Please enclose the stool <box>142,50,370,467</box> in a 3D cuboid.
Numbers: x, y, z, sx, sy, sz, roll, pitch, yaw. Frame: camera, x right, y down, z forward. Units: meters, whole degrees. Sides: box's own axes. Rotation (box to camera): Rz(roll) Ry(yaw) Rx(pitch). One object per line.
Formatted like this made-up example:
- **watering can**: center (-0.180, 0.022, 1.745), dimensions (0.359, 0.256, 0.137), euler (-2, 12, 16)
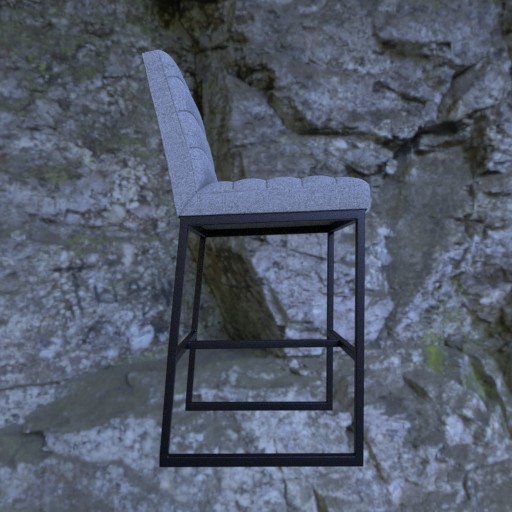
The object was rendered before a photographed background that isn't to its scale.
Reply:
- **stool**: center (0.000, 0.000, 1.304), dimensions (0.571, 1.034, 0.459), euler (0, -1, 0)
